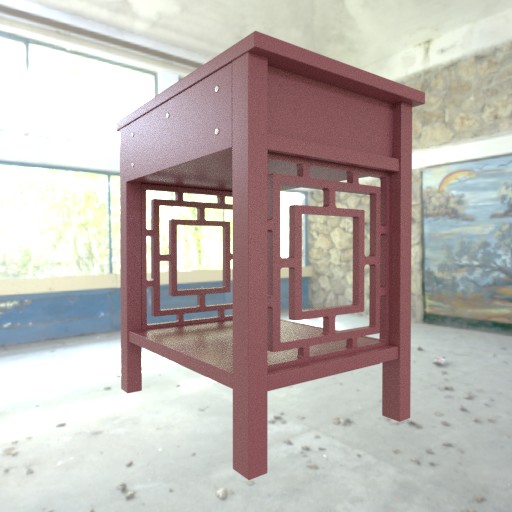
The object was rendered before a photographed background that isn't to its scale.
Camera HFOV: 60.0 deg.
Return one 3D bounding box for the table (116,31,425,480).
[{"bbox_3d":[0.000,0.000,1.040,0.451,0.686,0.599,-1,1,-37],"label":"table"}]
